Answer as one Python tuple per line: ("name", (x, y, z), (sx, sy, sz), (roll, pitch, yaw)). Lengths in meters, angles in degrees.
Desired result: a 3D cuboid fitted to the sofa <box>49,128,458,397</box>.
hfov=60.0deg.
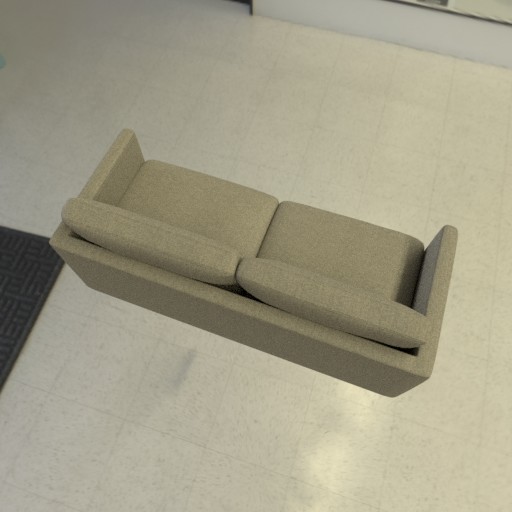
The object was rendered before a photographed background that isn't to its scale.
("sofa", (0.000, 0.000, 2.785), (2.208, 0.960, 0.956), (18, 65, 9))
